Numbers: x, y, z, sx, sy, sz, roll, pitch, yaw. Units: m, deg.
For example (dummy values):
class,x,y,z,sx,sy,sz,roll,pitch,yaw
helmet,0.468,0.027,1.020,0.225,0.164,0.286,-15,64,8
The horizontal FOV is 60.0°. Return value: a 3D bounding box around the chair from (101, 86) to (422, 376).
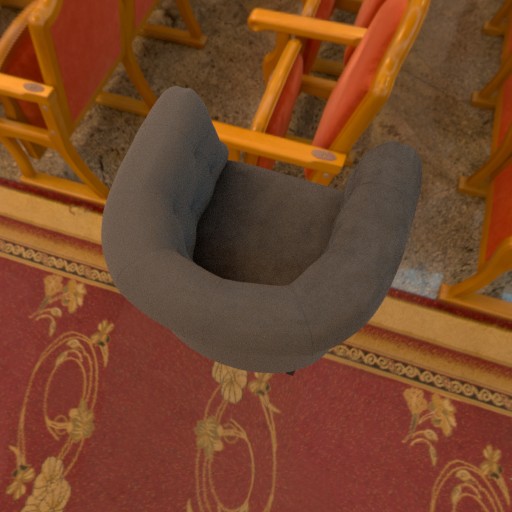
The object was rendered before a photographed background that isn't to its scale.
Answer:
class,x,y,z,sx,sy,sz,roll,pitch,yaw
chair,0.000,0.000,1.610,0.904,0.826,0.851,17,65,8
